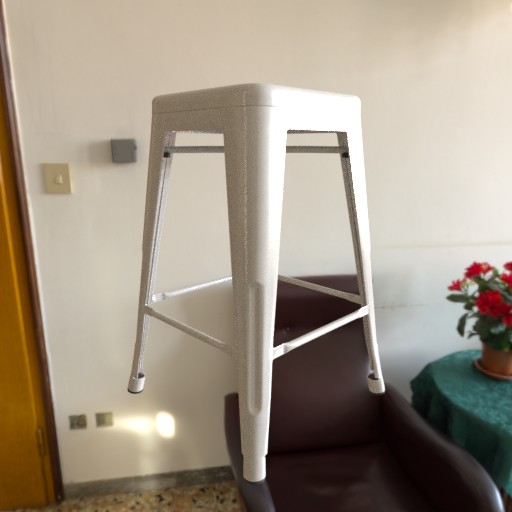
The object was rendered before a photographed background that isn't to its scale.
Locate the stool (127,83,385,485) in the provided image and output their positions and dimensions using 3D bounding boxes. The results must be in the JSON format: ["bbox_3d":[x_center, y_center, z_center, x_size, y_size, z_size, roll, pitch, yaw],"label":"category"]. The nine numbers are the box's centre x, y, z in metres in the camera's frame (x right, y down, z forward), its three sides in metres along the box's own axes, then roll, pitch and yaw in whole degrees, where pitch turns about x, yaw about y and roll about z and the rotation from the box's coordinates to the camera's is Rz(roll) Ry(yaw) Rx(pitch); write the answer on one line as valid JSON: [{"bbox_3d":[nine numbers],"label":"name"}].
[{"bbox_3d":[0.000,0.000,0.893,0.406,0.610,0.406,-13,19,-43],"label":"stool"}]
